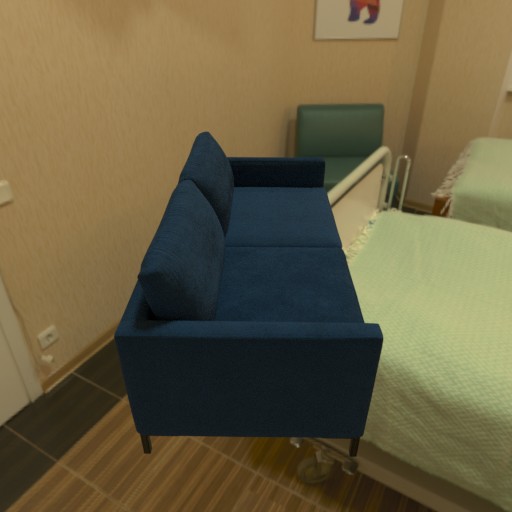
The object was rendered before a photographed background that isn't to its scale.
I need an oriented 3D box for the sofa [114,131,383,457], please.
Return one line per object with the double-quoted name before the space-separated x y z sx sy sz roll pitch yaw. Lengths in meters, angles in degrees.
"sofa" 0.000 0.000 2.182 0.875 0.817 1.676 0 32 1
